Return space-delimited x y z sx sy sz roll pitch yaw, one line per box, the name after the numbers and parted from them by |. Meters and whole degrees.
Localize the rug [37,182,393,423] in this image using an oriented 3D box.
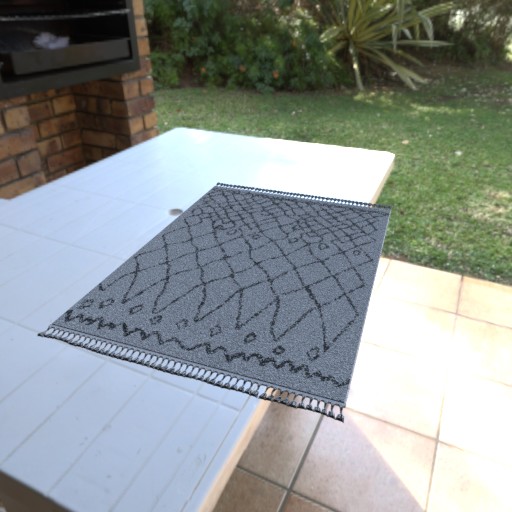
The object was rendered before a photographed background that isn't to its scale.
0.000 0.000 3.020 1.613 0.017 2.312 10 32 17 | rug
